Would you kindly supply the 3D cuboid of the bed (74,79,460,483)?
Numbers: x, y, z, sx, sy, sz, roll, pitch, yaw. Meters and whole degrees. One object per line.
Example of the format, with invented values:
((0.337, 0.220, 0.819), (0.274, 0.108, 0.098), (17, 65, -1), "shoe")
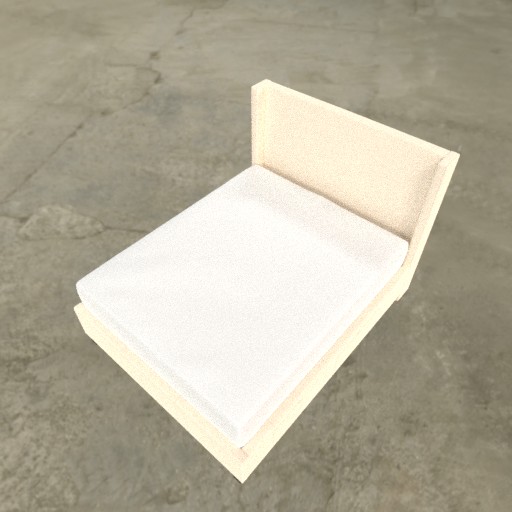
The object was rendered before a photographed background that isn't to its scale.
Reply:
((0.000, 0.000, 3.395), (1.765, 1.471, 2.280), (32, 54, 27), "bed")
